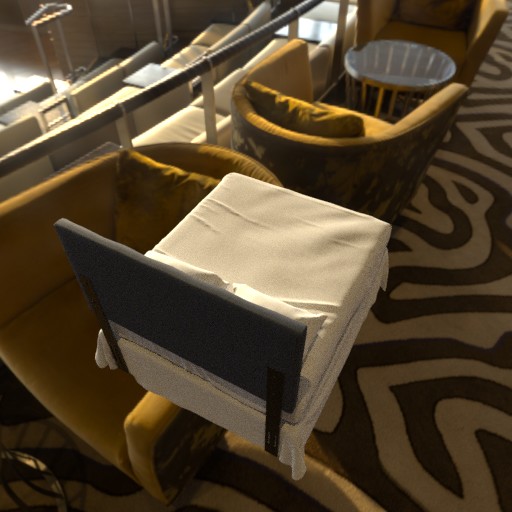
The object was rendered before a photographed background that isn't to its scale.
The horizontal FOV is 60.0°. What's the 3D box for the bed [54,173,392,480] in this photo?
[{"bbox_3d":[0.000,0.000,3.519,1.936,1.577,2.222,22,50,20],"label":"bed"}]
